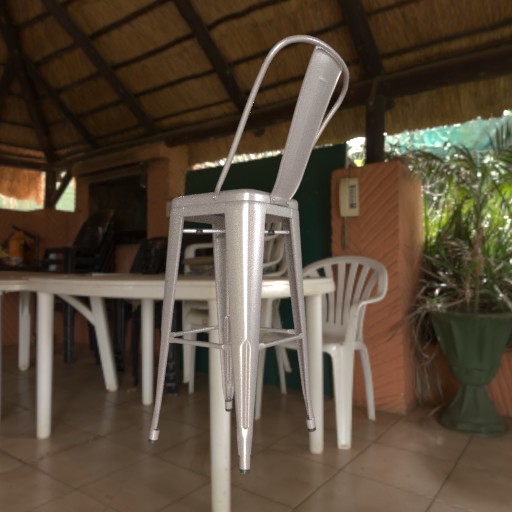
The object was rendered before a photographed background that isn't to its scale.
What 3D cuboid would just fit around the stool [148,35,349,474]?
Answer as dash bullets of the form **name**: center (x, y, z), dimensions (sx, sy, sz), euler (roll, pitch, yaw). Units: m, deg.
- **stool**: center (0.000, 0.000, 1.314), dimensions (0.513, 1.096, 0.399), euler (-1, -2, 35)
